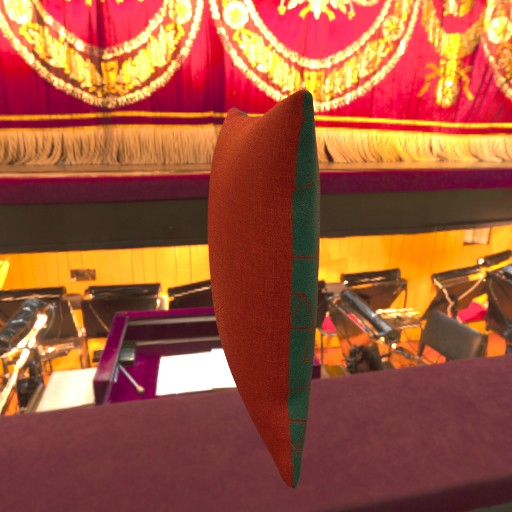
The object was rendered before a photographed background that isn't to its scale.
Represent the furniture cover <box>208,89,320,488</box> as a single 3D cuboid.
[{"bbox_3d":[0.000,0.000,0.769,0.158,0.508,0.517,-3,17,-11],"label":"furniture cover"}]
